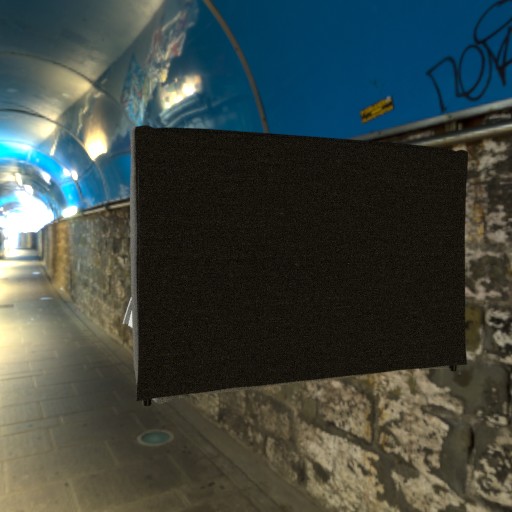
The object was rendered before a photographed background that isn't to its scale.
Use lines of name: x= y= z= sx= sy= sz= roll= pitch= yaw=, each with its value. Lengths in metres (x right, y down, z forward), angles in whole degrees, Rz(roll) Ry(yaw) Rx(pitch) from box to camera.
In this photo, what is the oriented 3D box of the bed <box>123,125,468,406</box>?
bed: x=0.000 y=0.000 z=3.393 sx=1.925 sy=1.332 sz=2.276 roll=-1 pitch=2 yaw=-18
